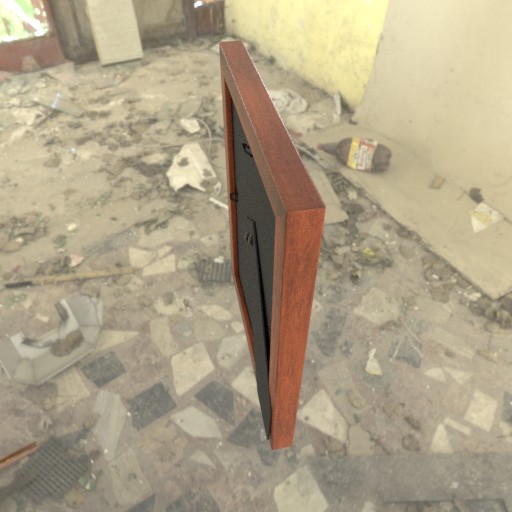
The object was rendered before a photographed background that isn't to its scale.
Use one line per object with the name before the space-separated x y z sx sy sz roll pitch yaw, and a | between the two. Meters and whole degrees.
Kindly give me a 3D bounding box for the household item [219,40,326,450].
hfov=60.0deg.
household item | 0.000 0.000 0.345 0.020 0.250 0.200 -8 45 -8
